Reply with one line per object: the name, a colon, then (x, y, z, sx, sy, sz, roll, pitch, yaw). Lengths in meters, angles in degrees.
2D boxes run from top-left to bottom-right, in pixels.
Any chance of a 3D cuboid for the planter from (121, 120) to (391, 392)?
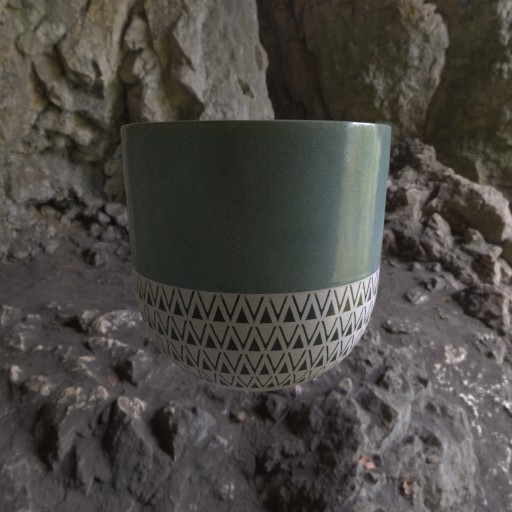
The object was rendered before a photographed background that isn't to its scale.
planter: (0.000, 0.000, 0.485, 0.266, 0.270, 0.266, 0, 14, 0)
